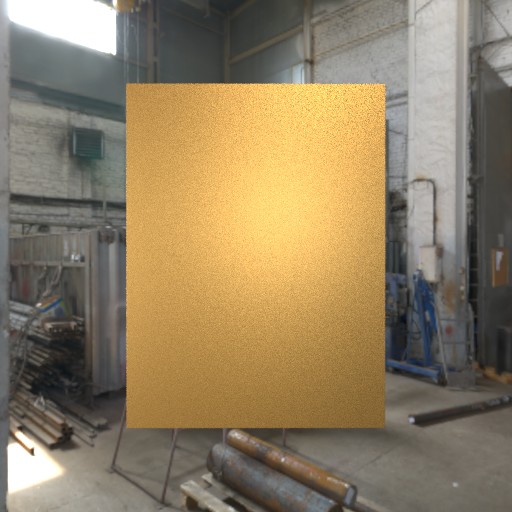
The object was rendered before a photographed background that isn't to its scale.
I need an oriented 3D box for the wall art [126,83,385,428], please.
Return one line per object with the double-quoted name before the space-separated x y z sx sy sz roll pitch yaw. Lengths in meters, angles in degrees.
"wall art" 0.000 0.000 1.063 0.610 0.812 0.038 0 0 0
